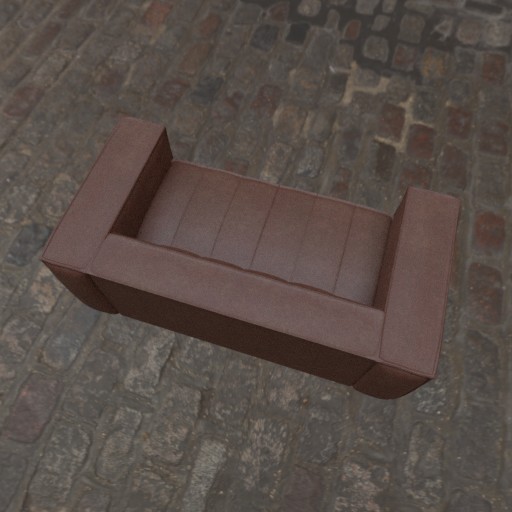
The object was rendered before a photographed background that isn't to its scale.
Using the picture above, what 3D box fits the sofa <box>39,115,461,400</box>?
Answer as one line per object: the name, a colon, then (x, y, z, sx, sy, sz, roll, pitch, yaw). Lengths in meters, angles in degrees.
sofa: (0.000, 0.000, 2.660, 2.088, 0.703, 1.102, 16, 64, 8)
